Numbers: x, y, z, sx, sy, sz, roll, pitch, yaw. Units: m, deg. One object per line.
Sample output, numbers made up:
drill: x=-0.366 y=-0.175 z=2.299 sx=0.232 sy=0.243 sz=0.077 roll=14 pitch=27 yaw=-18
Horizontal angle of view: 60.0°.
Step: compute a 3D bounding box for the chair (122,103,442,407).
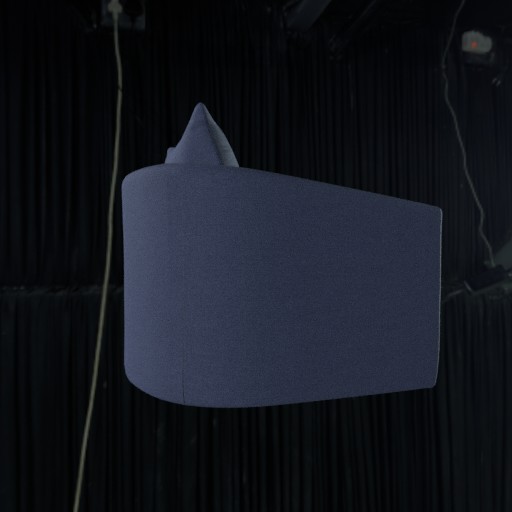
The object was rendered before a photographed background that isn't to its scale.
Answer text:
chair: x=0.000 y=0.000 z=1.570 sx=0.910 sy=0.848 sz=0.845 roll=0 pitch=0 yaw=-19
